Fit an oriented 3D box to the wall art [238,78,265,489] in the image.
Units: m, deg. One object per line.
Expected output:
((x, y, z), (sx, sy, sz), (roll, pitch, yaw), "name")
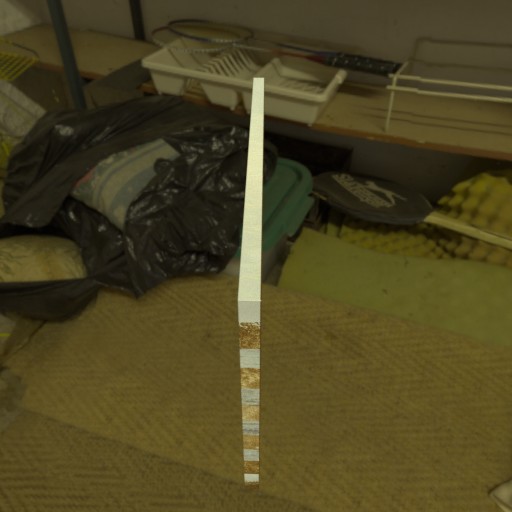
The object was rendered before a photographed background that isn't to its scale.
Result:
((0.000, 0.000, 1.447), (0.041, 0.762, 1.145), (1, 40, 1), "wall art")
